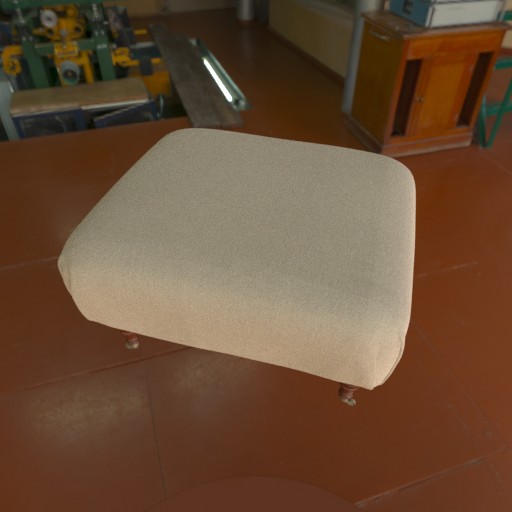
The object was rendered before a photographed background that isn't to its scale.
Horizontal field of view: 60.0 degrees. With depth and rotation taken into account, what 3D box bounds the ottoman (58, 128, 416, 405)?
[{"bbox_3d":[0.000,0.000,1.156,0.746,0.450,0.639,11,43,12],"label":"ottoman"}]
